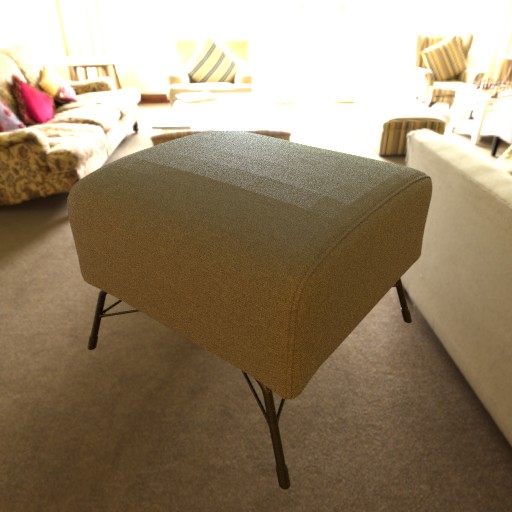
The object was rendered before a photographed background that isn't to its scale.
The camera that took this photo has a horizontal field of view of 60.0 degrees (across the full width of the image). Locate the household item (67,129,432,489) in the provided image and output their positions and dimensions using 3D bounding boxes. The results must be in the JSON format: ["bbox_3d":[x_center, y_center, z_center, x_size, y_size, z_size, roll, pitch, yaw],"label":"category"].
[{"bbox_3d":[0.000,0.000,0.903,0.530,0.410,0.530,22,37,32],"label":"household item"}]
